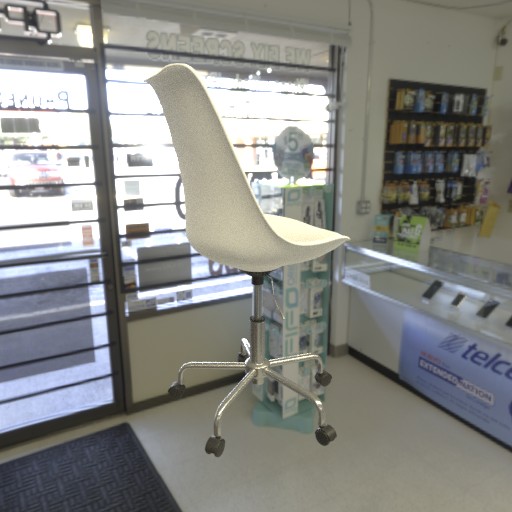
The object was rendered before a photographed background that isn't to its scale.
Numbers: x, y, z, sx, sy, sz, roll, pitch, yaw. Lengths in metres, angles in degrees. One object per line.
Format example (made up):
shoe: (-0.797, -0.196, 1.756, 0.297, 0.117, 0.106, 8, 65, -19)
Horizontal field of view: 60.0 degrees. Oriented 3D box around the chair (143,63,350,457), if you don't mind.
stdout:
chair: (0.000, 0.000, 1.245, 0.550, 0.930, 0.550, -7, 15, -26)
